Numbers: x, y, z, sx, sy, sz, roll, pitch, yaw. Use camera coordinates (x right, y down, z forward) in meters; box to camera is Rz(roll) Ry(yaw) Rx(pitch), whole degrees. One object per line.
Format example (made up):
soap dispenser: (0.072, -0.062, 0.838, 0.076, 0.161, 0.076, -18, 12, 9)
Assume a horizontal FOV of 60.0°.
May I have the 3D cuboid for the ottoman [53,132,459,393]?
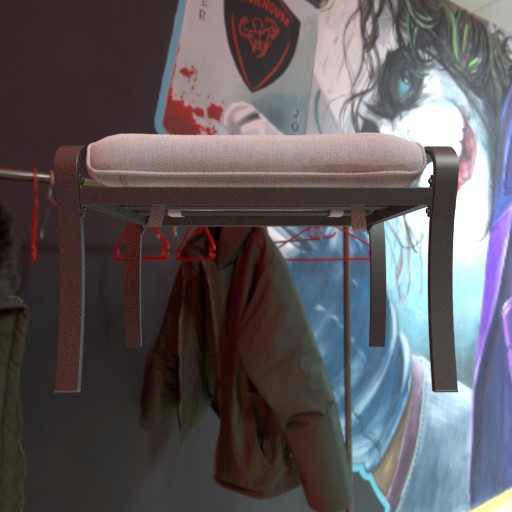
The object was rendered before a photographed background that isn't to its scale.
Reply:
ottoman: (0.000, 0.000, 0.864, 0.610, 0.422, 0.406, 0, -1, 0)
